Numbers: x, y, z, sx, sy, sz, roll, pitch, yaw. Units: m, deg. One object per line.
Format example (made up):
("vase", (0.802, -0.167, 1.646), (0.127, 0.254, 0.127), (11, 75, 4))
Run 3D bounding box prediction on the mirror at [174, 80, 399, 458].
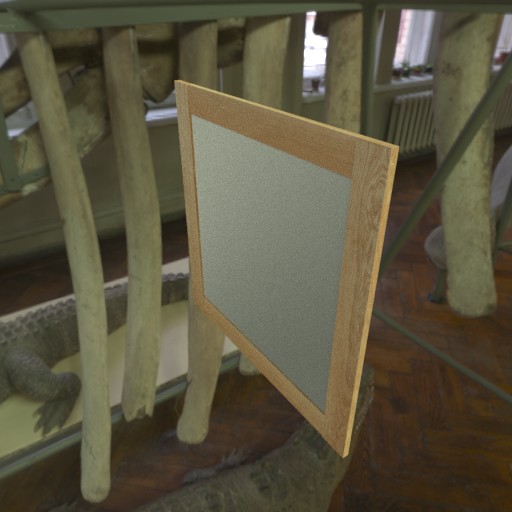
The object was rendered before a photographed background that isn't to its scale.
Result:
("mirror", (0.000, 0.000, 1.210), (0.020, 0.800, 0.800), (-20, 36, -30))
